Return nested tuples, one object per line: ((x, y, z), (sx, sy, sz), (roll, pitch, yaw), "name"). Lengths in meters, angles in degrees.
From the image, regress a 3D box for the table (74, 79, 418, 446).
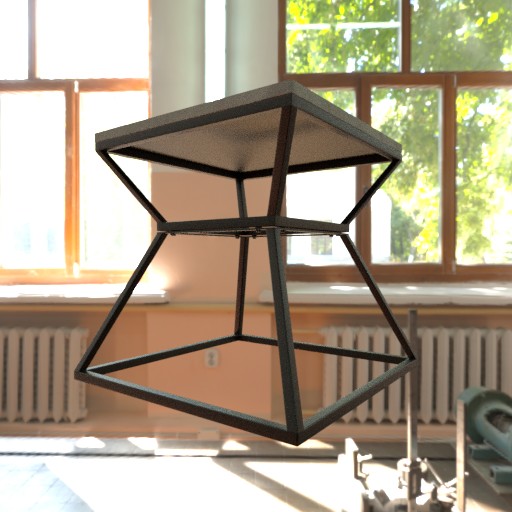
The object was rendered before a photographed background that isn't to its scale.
((0.000, 0.000, 0.819), (0.455, 0.431, 0.455), (0, 0, 37), "table")
